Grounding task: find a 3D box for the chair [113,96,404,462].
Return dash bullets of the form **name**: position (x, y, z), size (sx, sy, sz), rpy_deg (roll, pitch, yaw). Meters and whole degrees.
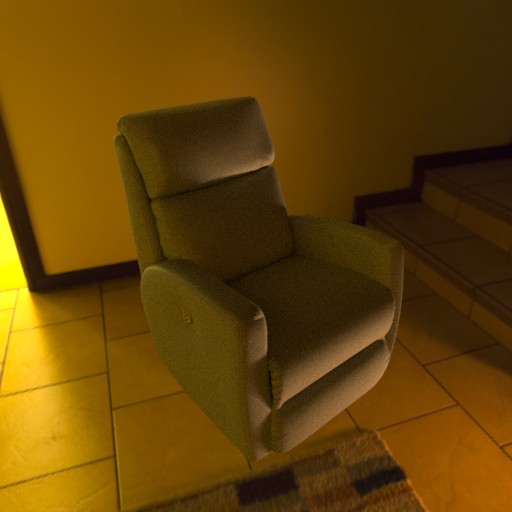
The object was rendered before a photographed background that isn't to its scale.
- **chair**: position (0.000, 0.000, 1.680), size (0.794, 1.016, 0.940), rpy_deg (-22, 37, -34)
